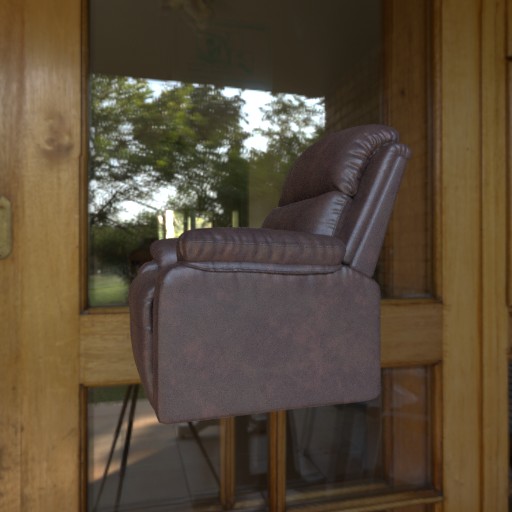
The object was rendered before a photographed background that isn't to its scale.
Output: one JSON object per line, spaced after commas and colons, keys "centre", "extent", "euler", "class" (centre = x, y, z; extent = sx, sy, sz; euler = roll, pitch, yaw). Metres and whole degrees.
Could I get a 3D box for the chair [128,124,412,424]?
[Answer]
{"centre": [0.000, 0.000, 1.692], "extent": [0.919, 0.992, 0.855], "euler": [0, 0, -19], "class": "chair"}
